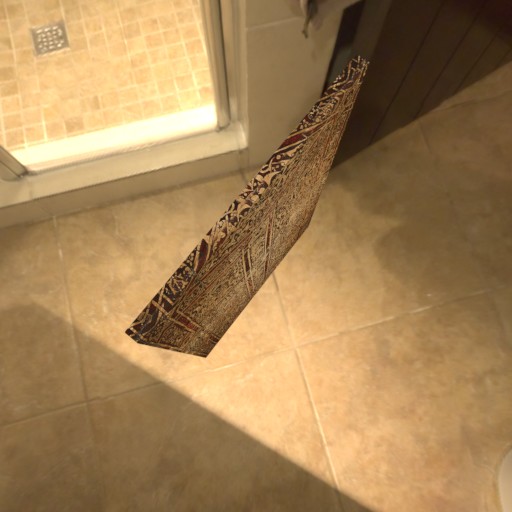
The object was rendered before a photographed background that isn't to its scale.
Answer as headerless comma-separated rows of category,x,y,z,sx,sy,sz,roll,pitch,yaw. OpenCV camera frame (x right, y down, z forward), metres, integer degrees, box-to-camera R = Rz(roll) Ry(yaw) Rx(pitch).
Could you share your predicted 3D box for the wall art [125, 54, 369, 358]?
wall art,0.000,0.000,0.757,0.020,0.599,0.397,37,79,9
